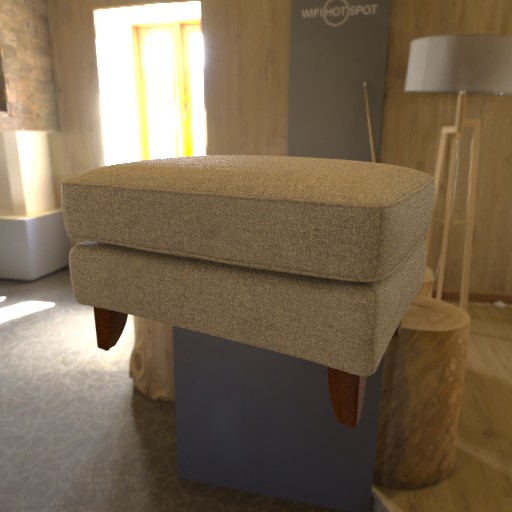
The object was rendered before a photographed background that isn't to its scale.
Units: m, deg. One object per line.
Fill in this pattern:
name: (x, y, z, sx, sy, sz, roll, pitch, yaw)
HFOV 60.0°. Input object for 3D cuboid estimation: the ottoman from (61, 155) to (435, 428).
ottoman: (0.000, 0.000, 1.294, 0.889, 0.561, 0.661, 8, 18, 27)
